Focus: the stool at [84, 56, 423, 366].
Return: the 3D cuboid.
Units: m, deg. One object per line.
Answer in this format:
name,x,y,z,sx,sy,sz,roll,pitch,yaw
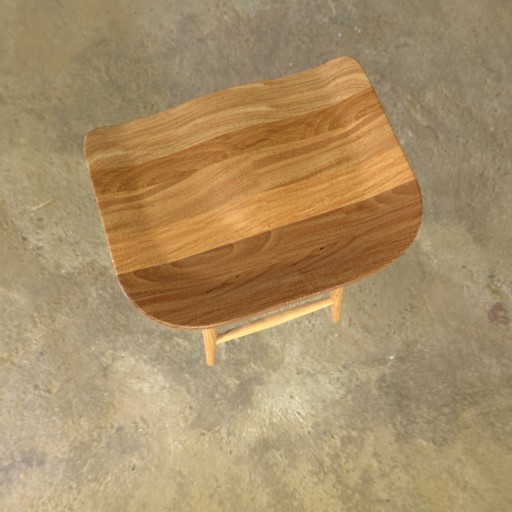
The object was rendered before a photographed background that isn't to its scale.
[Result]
stool,0.000,0.000,0.917,0.407,0.698,0.322,-18,75,-5
